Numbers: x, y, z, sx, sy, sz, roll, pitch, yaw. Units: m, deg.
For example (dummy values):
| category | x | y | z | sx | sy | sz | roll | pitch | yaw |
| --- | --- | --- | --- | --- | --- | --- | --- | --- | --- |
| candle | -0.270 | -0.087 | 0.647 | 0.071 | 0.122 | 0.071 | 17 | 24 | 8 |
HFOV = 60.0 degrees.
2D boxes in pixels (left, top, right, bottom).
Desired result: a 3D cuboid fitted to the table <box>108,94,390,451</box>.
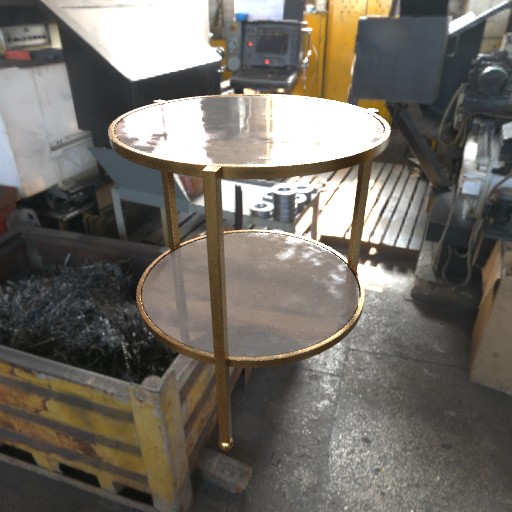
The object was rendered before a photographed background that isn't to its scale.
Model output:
| category | x | y | z | sx | sy | sz | roll | pitch | yaw |
| --- | --- | --- | --- | --- | --- | --- | --- | --- | --- |
| table | 0.000 | 0.000 | 0.447 | 0.243 | 0.269 | 0.231 | -10 | 32 | -16 |
